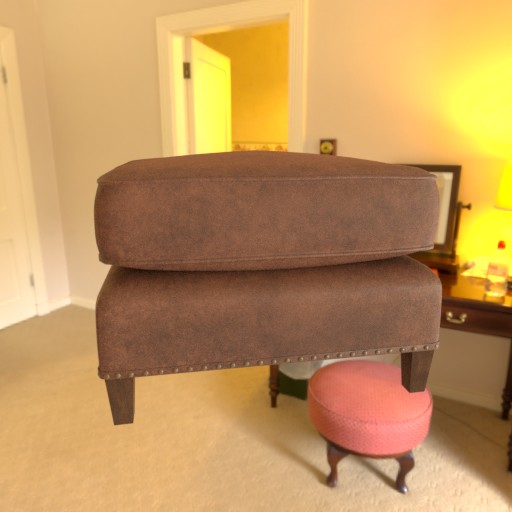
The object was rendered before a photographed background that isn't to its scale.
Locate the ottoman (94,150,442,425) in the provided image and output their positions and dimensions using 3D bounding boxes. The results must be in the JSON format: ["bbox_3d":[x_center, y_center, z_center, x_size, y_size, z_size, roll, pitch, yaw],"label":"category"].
[{"bbox_3d":[0.000,0.000,1.156,0.738,0.537,0.589,-3,15,-10],"label":"ottoman"}]
